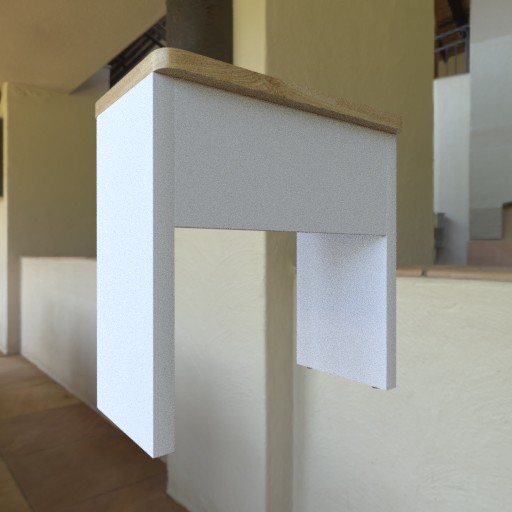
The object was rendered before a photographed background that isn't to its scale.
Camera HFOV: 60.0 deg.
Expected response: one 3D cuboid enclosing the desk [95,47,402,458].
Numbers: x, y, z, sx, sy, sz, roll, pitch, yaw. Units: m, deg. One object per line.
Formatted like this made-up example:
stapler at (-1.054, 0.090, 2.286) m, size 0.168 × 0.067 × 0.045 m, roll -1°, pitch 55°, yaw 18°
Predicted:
desk at (0.000, 0.000, 1.223) m, size 0.760 × 0.790 × 0.440 m, roll 0°, pitch 0°, yaw -37°
